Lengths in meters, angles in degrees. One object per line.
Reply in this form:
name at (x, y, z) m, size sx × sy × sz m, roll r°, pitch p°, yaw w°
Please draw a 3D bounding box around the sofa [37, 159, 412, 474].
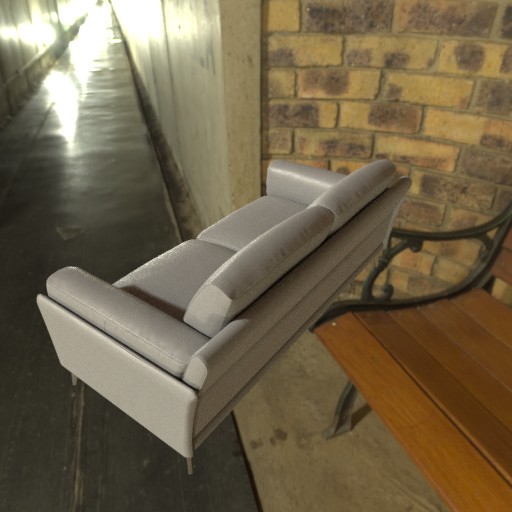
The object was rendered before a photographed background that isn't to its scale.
sofa at (0.000, 0.000, 2.574) m, size 1.049 × 0.930 × 2.101 m, roll 21°, pitch 38°, yaw 30°
